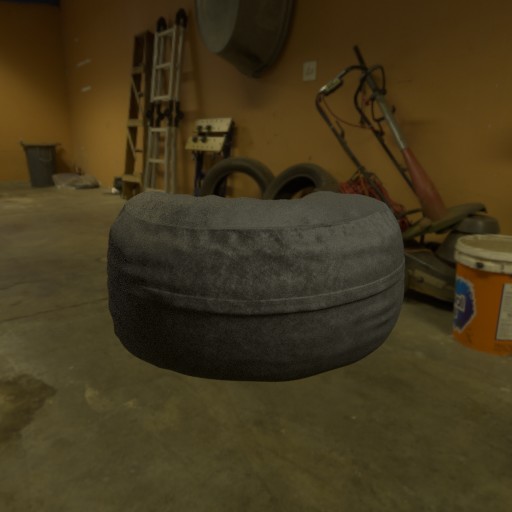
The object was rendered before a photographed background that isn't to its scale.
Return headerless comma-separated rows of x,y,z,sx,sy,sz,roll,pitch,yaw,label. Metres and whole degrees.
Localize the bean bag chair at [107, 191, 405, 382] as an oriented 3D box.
0.000,0.000,2.365,1.525,0.751,1.525,0,15,0,bean bag chair
